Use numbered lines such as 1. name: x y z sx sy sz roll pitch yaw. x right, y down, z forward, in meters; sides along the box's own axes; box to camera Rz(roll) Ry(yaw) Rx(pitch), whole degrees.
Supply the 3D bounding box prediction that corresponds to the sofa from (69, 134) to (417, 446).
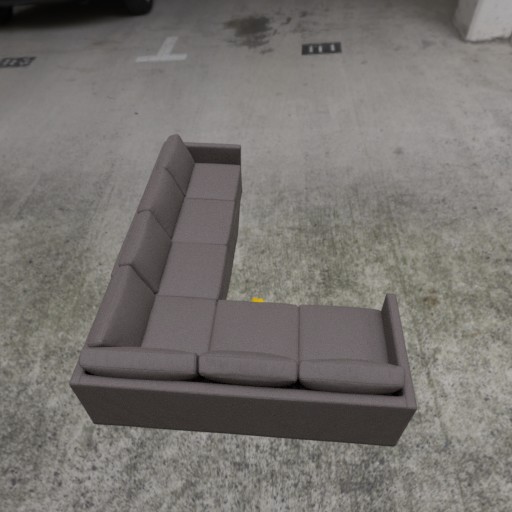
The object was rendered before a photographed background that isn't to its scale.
1. sofa: 0.000 0.000 4.308 2.432 0.871 3.182 3 46 3
